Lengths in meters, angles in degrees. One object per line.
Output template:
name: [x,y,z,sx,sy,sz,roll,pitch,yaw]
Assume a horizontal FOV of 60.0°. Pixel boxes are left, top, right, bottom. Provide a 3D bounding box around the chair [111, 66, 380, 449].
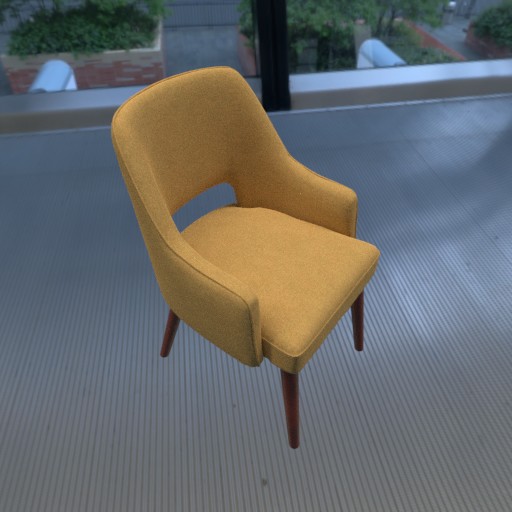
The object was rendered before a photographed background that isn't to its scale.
chair: [0.000,0.000,1.243,0.605,0.849,0.548,26,48,26]
